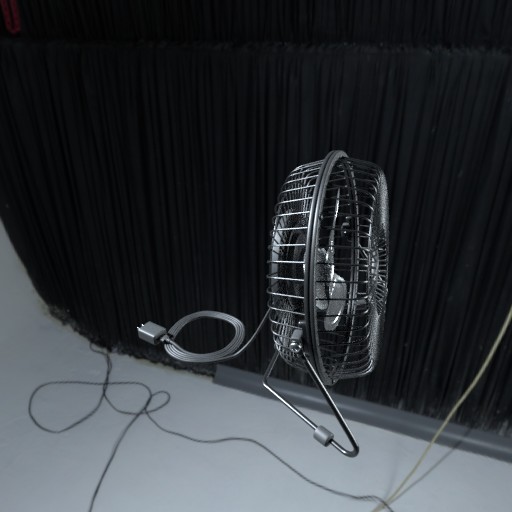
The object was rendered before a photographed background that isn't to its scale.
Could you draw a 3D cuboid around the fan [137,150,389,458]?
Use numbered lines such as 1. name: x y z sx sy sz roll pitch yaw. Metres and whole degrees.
1. fan: 0.000 0.000 0.380 0.227 0.188 0.209 10 30 17
